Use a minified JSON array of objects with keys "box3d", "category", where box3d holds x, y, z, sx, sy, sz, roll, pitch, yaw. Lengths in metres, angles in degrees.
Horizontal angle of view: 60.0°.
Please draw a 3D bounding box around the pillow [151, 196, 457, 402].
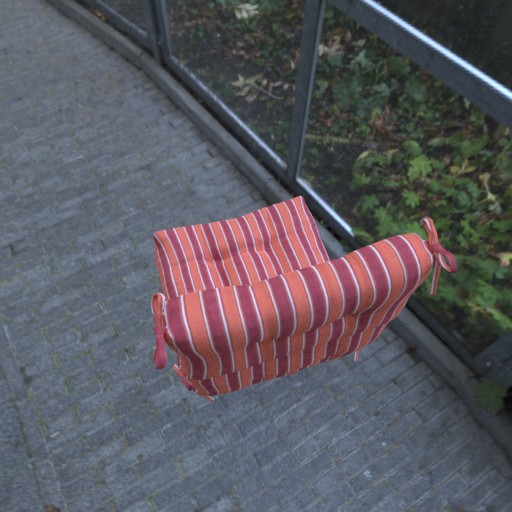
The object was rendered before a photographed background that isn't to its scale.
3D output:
[{"box3d":[0.000,0.000,1.023,0.519,0.605,0.571,-15,60,-9],"category":"pillow"}]
